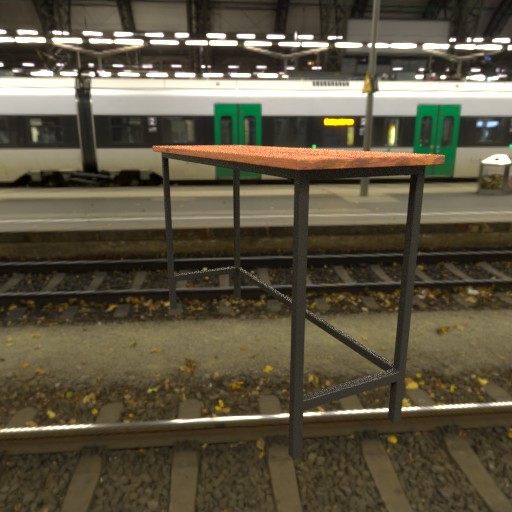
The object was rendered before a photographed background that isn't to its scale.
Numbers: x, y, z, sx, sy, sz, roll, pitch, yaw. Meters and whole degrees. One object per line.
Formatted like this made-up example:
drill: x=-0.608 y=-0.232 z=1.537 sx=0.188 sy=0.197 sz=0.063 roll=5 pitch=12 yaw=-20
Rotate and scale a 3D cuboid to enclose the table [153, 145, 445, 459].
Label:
table: x=0.000 y=0.000 z=1.580 sx=0.408 sy=0.740 sz=1.204 roll=-7 pitch=17 yaw=-25
